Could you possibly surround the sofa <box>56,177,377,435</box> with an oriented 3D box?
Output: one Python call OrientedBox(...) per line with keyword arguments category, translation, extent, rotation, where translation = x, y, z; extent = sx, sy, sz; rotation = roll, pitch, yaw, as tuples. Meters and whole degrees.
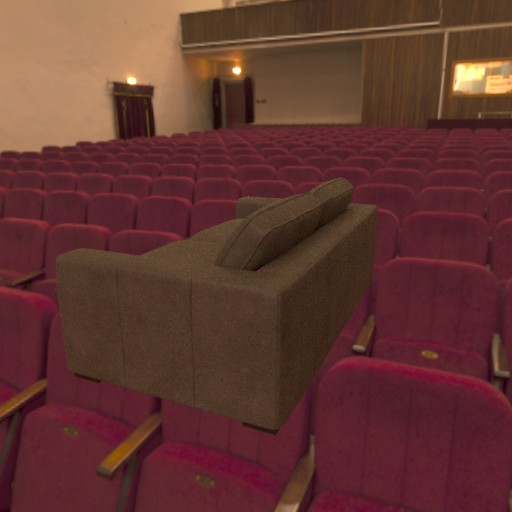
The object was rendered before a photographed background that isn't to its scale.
OrientedBox(category="sofa", translation=(0.000, 0.000, 2.546), extent=(1.070, 0.800, 1.920), rotation=(7, 17, 23))
